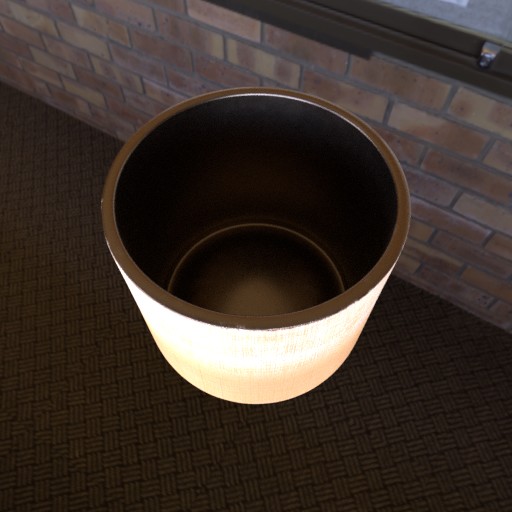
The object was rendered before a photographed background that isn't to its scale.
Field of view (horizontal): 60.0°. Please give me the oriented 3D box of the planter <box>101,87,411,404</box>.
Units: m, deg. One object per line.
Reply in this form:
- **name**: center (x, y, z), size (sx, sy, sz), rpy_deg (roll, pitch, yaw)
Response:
- **planter**: center (0.000, 0.000, 0.454), size (0.254, 0.221, 0.254), rpy_deg (0, 59, 0)
